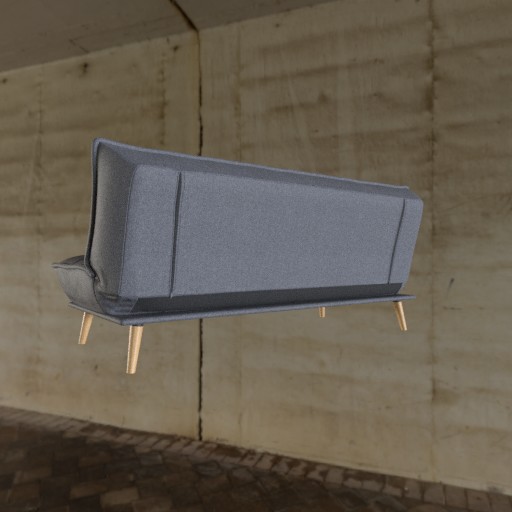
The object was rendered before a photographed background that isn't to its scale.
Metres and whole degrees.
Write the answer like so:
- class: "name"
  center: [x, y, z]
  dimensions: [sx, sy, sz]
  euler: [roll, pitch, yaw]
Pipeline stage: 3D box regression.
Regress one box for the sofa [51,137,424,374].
- class: "sofa"
  center: [0.000, 0.000, 2.464]
  dimensions: [1.940, 0.890, 0.950]
  euler: [0, 0, -36]
